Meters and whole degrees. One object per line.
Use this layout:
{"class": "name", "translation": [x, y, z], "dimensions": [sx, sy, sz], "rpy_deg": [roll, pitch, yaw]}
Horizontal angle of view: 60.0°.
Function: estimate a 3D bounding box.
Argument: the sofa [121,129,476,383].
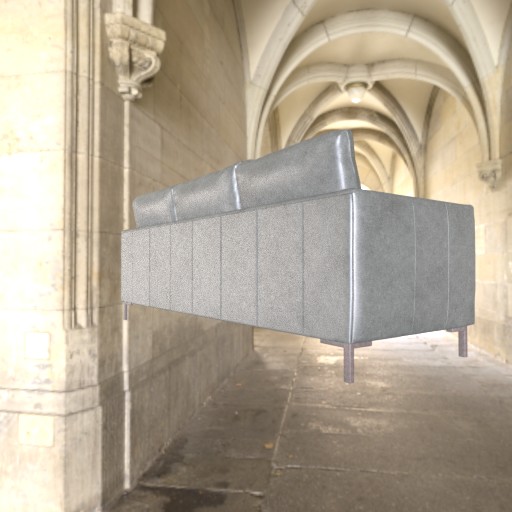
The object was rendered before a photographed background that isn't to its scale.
{"class": "sofa", "translation": [0.000, 0.000, 2.318], "dimensions": [0.748, 0.805, 2.029], "rpy_deg": [1, -2, -36]}
